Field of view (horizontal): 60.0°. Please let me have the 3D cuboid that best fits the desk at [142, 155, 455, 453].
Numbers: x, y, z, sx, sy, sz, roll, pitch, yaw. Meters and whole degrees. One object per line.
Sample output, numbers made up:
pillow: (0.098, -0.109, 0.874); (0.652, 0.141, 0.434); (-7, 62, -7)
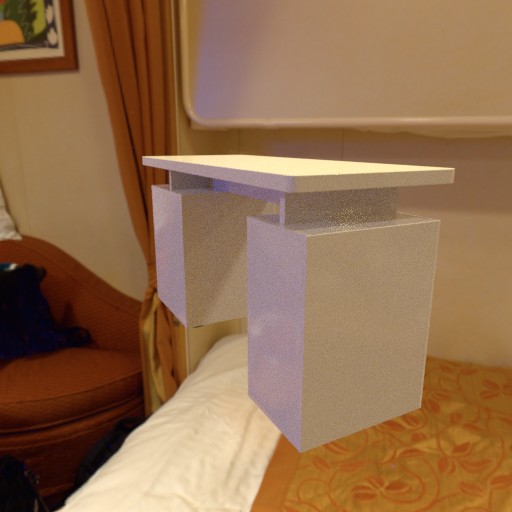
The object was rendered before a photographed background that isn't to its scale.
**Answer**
desk: (0.000, 0.000, 1.812); (0.550, 0.762, 1.400); (-8, 16, -27)
